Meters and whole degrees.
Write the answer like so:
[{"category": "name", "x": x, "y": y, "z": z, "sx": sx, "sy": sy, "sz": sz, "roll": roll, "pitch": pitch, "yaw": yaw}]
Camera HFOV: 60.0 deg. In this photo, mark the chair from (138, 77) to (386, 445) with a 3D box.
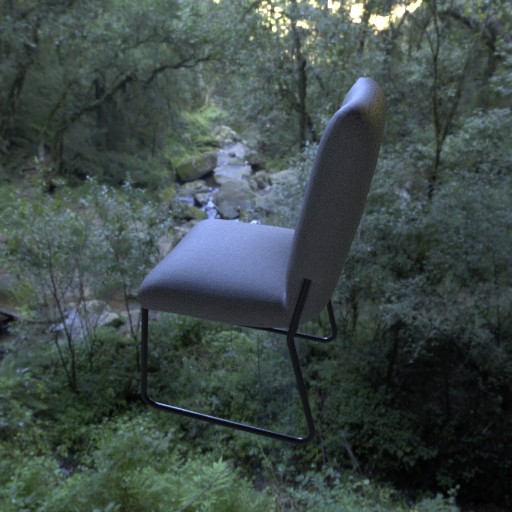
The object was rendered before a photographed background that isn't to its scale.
[{"category": "chair", "x": 0.000, "y": 0.000, "z": 1.180, "sx": 0.560, "sy": 0.864, "sz": 0.448, "roll": 9, "pitch": 31, "yaw": 14}]
